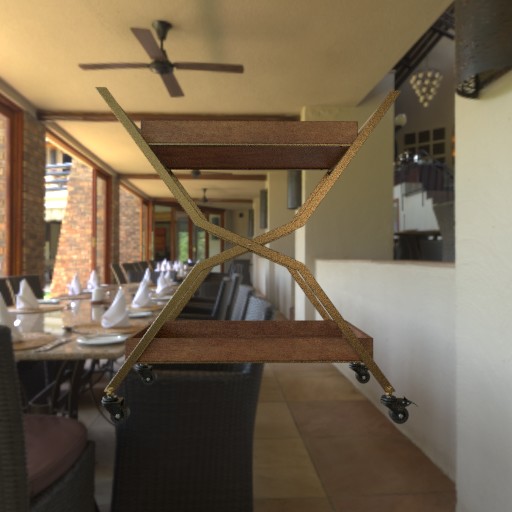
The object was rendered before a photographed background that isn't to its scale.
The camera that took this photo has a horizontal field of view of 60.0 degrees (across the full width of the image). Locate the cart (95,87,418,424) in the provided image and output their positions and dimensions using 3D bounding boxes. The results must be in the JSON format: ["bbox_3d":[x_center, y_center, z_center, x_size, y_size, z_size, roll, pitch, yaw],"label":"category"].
[{"bbox_3d":[0.000,0.000,1.335,0.836,0.869,0.405,0,0,-1],"label":"cart"}]
